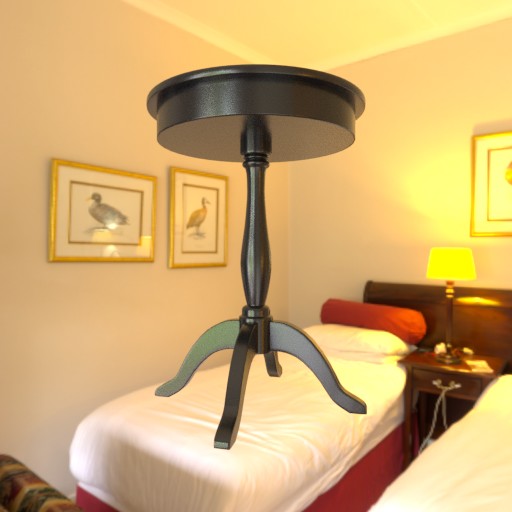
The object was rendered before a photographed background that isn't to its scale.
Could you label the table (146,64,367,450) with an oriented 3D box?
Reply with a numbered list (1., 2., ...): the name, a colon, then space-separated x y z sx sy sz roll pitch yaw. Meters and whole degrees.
1. table: 0.000 0.000 0.999 0.481 0.665 0.481 0 1 0
